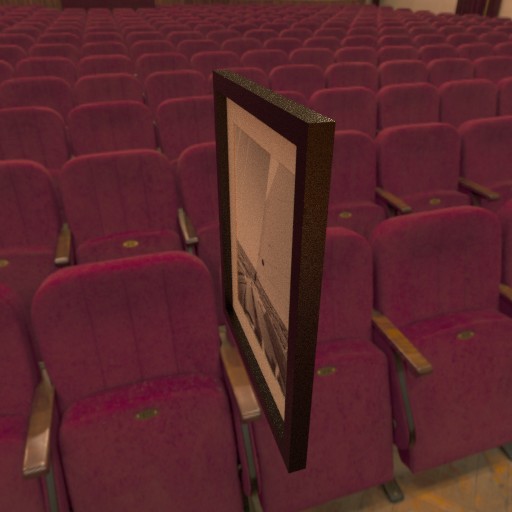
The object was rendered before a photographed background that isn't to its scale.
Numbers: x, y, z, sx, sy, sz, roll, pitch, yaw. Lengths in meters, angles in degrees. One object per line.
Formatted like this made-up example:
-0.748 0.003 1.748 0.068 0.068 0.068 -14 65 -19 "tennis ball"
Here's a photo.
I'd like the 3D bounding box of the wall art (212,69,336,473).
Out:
0.000 0.000 0.780 0.031 0.558 0.461 -8 30 -15 "wall art"
